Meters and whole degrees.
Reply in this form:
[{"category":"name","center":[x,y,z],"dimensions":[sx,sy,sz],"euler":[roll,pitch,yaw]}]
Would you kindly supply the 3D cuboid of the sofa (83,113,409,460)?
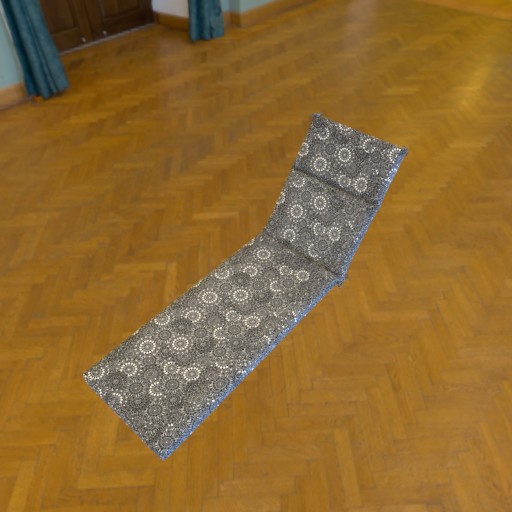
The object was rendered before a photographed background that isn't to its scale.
[{"category":"sofa","center":[0.000,0.000,2.008],"dimensions":[0.582,0.622,1.663],"euler":[32,53,27]}]
